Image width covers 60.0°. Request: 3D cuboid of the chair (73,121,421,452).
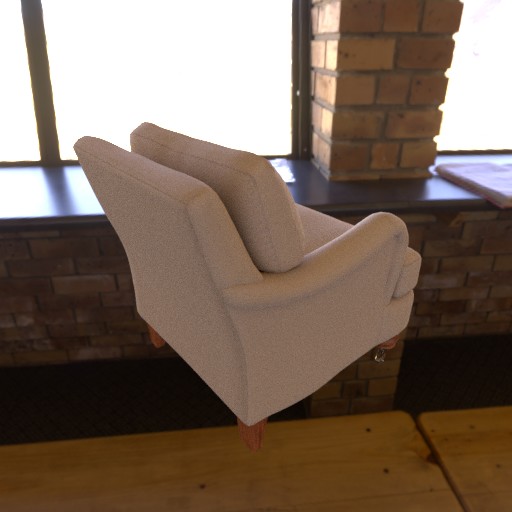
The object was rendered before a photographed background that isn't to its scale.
[{"bbox_3d":[0.000,0.000,1.826,1.070,1.038,0.955,-19,32,-33],"label":"chair"}]
